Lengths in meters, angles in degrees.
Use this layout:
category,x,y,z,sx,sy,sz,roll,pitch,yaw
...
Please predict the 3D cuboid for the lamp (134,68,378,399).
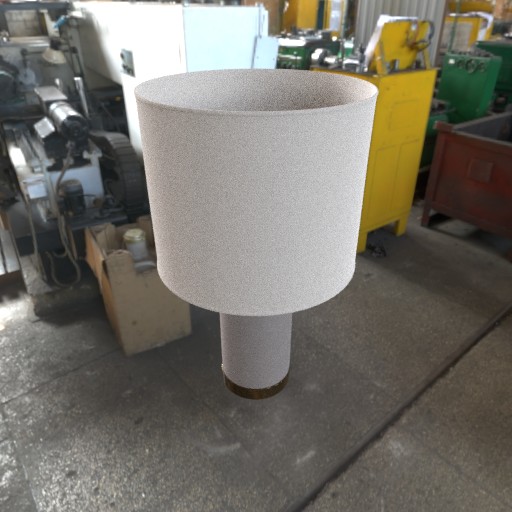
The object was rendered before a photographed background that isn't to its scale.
category,x,y,z,sx,sy,sz,roll,pitch,yaw
lamp,0.000,0.000,0.522,0.229,0.380,0.229,0,30,0
